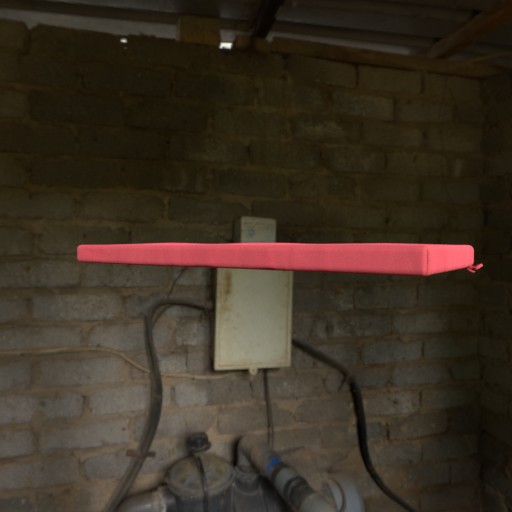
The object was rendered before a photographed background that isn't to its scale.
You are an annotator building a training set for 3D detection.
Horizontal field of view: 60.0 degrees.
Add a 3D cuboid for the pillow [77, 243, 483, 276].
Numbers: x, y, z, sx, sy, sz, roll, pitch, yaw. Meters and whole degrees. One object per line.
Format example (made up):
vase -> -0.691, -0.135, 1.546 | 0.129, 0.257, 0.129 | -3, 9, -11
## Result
pillow -> 0.000, 0.000, 1.348 | 1.187, 0.081, 0.492 | 1, 2, 36
